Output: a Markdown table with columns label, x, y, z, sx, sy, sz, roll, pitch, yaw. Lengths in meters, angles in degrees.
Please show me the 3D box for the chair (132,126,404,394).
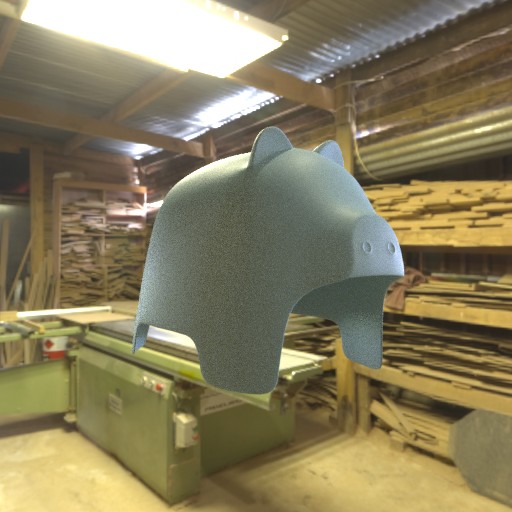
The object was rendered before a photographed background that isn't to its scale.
| label | x | y | z | sx | sy | sz | roll | pitch | yaw |
| --- | --- | --- | --- | --- | --- | --- | --- | --- | --- |
| chair | 0.000 | 0.000 | 0.888 | 0.364 | 0.423 | 0.619 | 1 | -1 | -36 |
